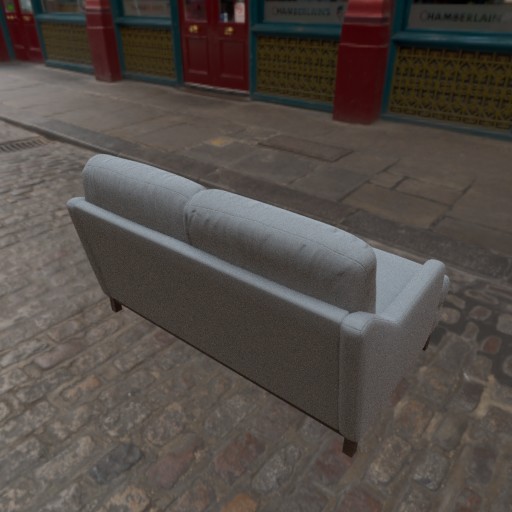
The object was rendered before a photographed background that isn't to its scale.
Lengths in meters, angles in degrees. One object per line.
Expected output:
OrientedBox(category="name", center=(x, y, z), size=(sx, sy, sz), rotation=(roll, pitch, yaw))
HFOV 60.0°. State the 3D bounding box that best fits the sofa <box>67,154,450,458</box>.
OrientedBox(category="sofa", center=(0.000, 0.000, 2.140), size=(1.589, 0.921, 0.987), rotation=(21, 36, 33))
